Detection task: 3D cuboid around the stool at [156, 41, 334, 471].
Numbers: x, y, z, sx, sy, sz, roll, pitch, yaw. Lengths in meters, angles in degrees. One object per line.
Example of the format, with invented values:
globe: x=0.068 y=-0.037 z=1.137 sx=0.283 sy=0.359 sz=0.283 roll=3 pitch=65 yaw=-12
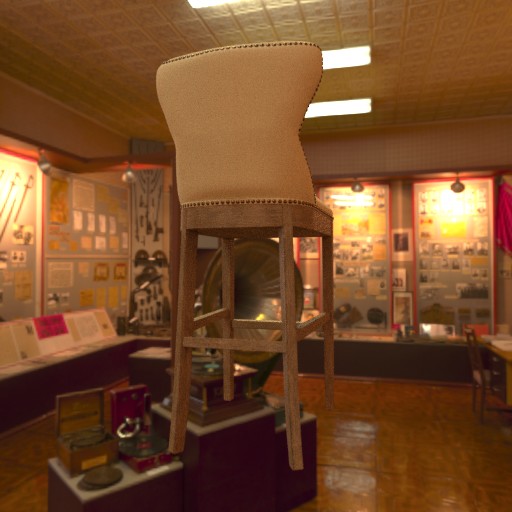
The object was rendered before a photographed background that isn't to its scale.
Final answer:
stool: x=0.000 y=0.000 z=1.426 sx=0.494 sy=1.123 sz=0.606 roll=0 pitch=-1 yaw=17
